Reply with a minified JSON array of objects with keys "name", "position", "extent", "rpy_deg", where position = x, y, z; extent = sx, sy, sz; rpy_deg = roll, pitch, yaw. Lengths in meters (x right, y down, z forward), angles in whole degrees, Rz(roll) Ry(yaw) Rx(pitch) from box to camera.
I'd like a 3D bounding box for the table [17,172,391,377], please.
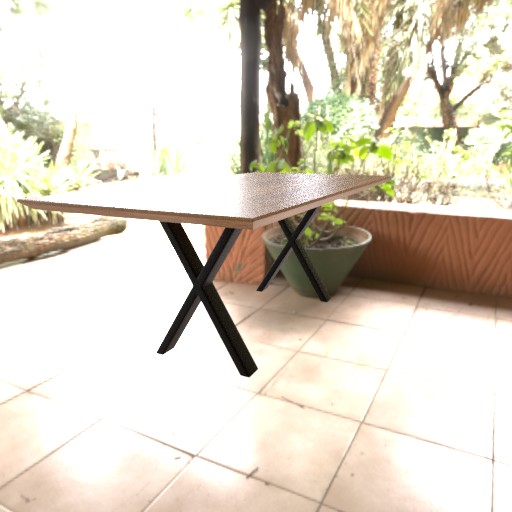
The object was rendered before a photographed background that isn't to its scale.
[{"name":"table","position":[0.000,0.000,2.402],"extent":[1.000,0.770,2.000],"rpy_deg":[7,16,26]}]
